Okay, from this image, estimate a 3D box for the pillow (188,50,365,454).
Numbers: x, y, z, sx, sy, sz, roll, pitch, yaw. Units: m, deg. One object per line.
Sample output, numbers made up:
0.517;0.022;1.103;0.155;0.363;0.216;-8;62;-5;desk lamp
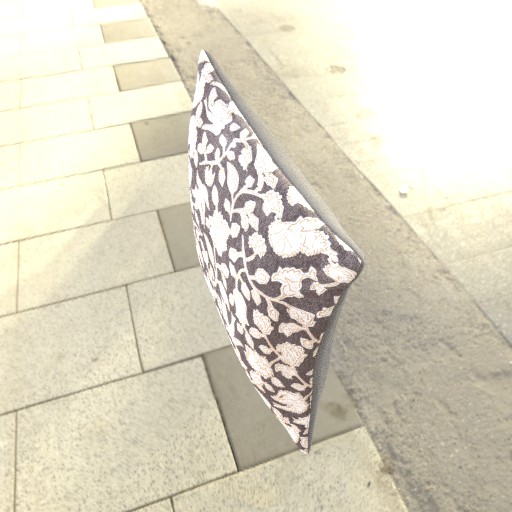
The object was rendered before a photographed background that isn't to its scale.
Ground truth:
0.000;0.000;0.768;0.166;0.507;0.526;-16;49;-14;pillow
